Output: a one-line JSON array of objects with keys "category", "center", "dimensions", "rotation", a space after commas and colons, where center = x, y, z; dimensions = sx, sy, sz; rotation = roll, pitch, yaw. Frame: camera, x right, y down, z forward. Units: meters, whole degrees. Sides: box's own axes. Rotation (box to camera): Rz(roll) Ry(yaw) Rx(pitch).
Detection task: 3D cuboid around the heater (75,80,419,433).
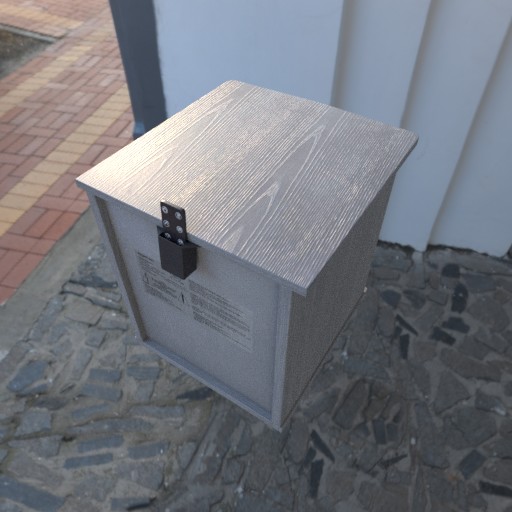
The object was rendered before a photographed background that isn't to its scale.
[{"category": "heater", "center": [0.000, 0.000, 0.792], "dimensions": [0.362, 0.481, 0.400], "rotation": [25, 51, 22]}]
